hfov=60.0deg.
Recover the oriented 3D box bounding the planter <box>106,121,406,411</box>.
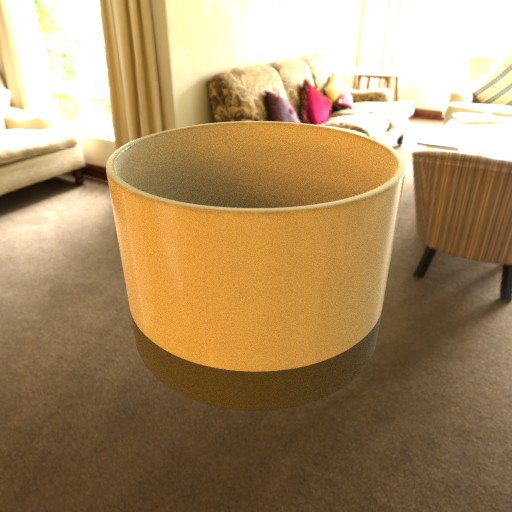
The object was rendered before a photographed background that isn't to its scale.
[{"bbox_3d":[0.000,0.000,0.223,0.128,0.105,0.128,0,29,0],"label":"planter"}]
